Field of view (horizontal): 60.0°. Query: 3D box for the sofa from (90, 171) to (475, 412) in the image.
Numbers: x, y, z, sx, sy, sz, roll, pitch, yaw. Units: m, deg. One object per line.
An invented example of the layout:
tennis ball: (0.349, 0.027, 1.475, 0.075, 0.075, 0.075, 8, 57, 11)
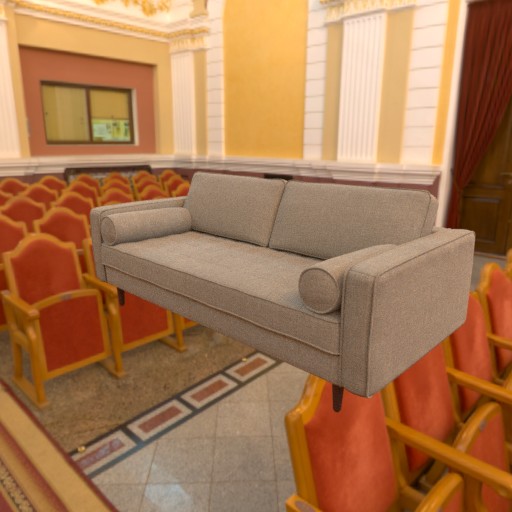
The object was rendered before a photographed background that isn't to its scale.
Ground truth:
sofa: (0.000, 0.000, 2.305, 1.879, 0.762, 0.914, 14, 20, 42)
